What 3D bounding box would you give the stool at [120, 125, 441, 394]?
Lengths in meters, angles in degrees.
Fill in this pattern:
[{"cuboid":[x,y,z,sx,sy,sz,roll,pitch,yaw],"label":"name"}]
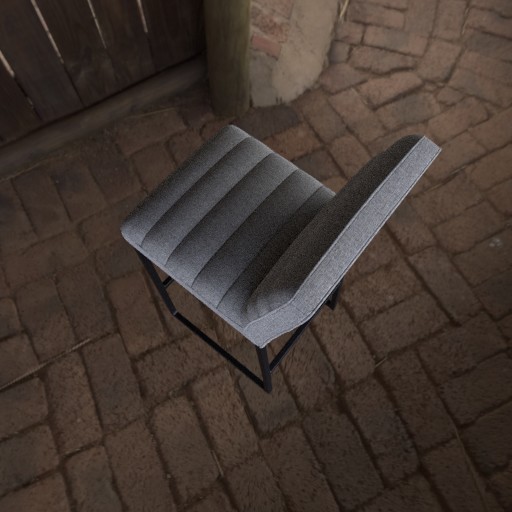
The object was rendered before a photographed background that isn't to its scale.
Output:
[{"cuboid":[0.000,0.000,1.302,0.571,1.034,0.459,36,70,16],"label":"stool"}]
